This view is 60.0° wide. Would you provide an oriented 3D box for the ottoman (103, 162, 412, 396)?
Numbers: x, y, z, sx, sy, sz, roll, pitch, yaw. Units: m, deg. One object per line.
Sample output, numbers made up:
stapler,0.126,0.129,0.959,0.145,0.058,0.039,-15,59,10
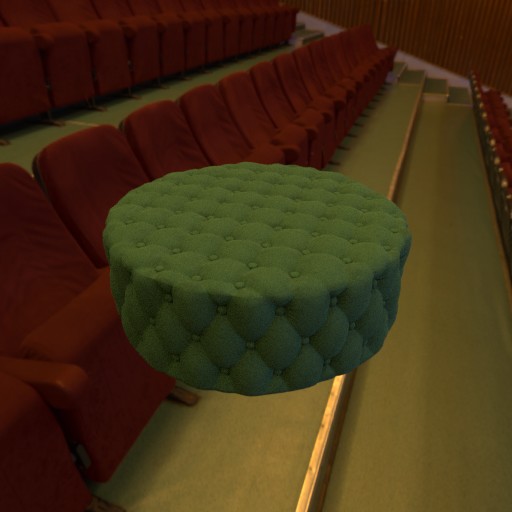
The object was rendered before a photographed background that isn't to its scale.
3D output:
ottoman,0.000,0.000,1.558,0.998,0.399,0.998,0,30,0
